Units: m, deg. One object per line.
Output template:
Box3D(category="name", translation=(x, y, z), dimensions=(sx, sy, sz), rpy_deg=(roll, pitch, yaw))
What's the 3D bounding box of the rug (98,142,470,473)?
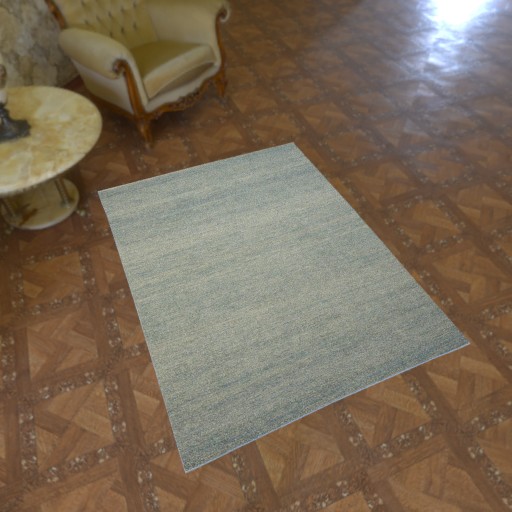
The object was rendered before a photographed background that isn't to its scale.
Box3D(category="rug", translation=(0.000, 0.000, 4.305), dimensions=(2.461, 0.046, 3.237), rpy_deg=(-18, 50, -16))
